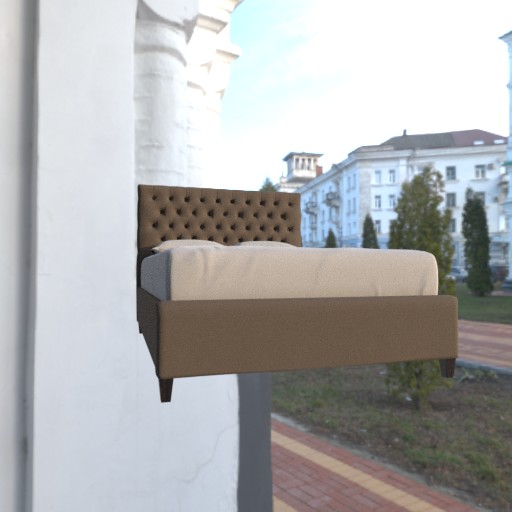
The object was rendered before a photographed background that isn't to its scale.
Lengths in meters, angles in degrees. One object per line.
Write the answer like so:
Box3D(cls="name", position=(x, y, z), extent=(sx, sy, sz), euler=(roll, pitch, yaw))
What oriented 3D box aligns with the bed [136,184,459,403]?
Box3D(cls="bed", position=(0.000, 0.000, 3.400), extent=(1.698, 1.427, 2.387), euler=(1, -2, -17))
